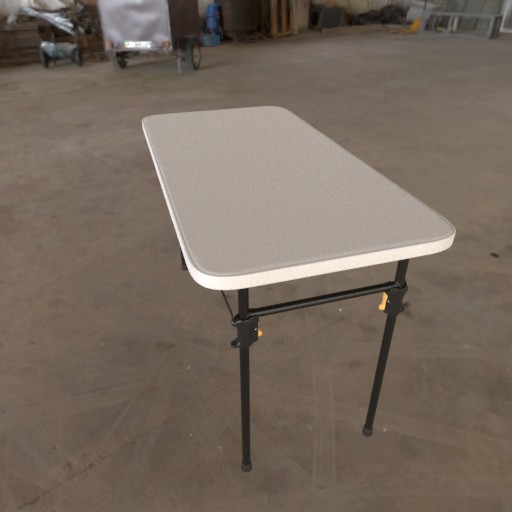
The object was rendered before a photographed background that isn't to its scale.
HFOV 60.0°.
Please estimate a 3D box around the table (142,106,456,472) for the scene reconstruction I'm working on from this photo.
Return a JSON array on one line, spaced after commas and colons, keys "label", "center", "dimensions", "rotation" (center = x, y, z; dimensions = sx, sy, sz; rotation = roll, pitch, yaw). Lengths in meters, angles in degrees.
[{"label": "table", "center": [0.000, 0.000, 1.577], "dimensions": [0.610, 0.729, 1.219], "rotation": [-9, 33, -14]}]
